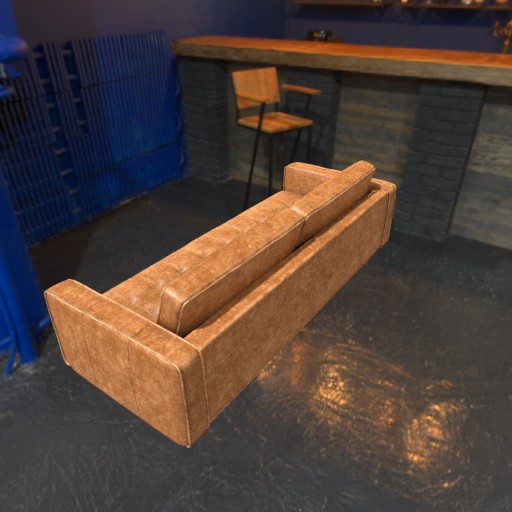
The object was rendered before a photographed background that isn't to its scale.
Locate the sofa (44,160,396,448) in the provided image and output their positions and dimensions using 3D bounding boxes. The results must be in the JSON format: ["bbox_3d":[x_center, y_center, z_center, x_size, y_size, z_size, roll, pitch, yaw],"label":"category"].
[{"bbox_3d":[0.000,0.000,2.652,0.886,0.779,2.199,20,36,30],"label":"sofa"}]
